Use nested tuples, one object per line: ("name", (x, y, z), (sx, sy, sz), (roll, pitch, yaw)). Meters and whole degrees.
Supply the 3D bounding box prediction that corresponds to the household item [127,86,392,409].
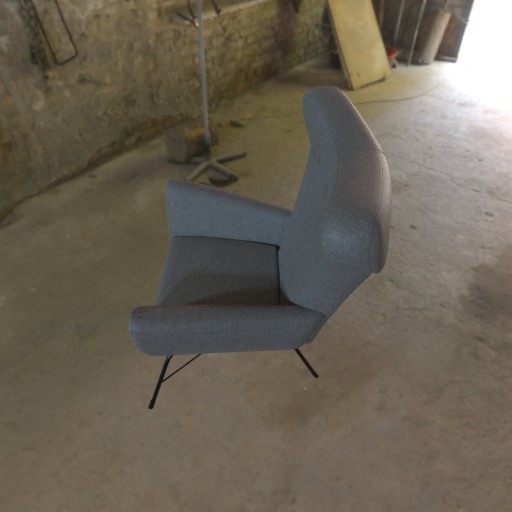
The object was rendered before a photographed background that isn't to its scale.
("household item", (0.000, 0.000, 1.789), (0.900, 1.050, 0.980), (0, 42, 0))
